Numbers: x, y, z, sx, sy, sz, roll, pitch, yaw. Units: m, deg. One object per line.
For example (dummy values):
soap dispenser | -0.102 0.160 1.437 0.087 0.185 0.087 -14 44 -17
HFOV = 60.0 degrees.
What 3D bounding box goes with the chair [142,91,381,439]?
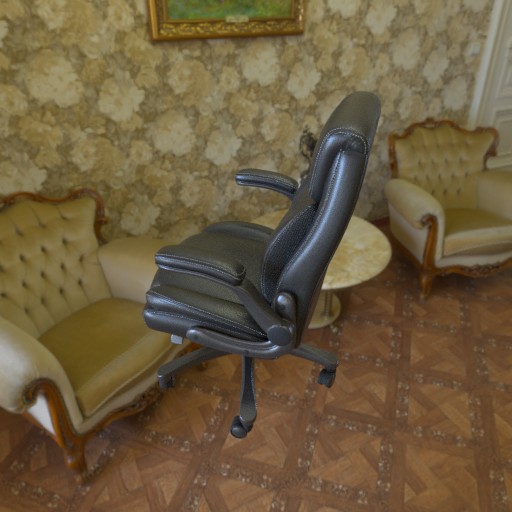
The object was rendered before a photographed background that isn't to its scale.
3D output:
chair | 0.000 0.000 1.595 0.724 1.110 0.782 8 31 14
